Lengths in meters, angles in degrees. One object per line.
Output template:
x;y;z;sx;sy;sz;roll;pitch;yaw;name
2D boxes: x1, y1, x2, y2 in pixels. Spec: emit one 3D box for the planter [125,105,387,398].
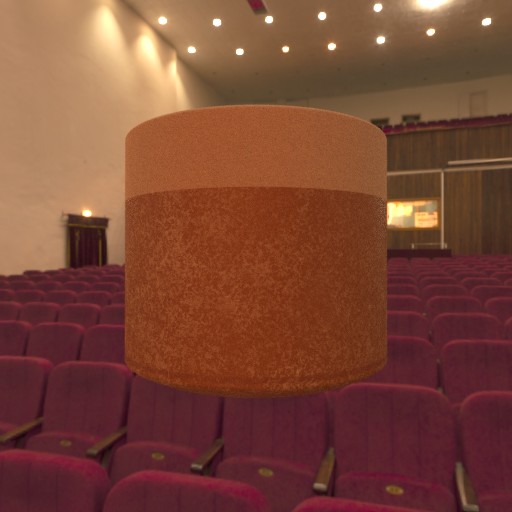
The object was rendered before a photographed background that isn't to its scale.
0.000;0.000;0.280;0.159;0.138;0.159;0;0;0;planter
